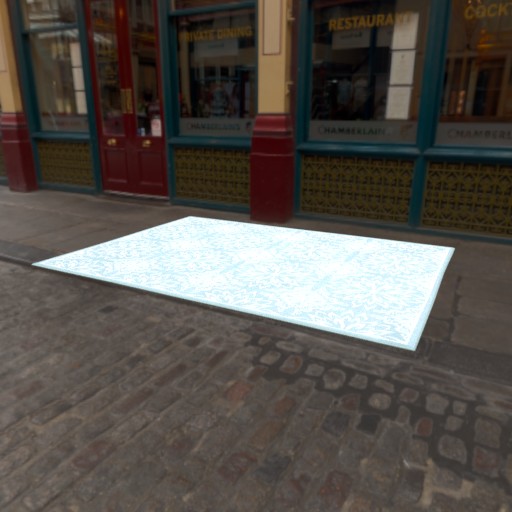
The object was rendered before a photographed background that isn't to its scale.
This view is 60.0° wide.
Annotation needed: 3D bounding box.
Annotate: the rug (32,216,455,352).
[{"bbox_3d":[0.000,0.000,2.829,2.205,0.014,1.589,9,19,27],"label":"rug"}]
